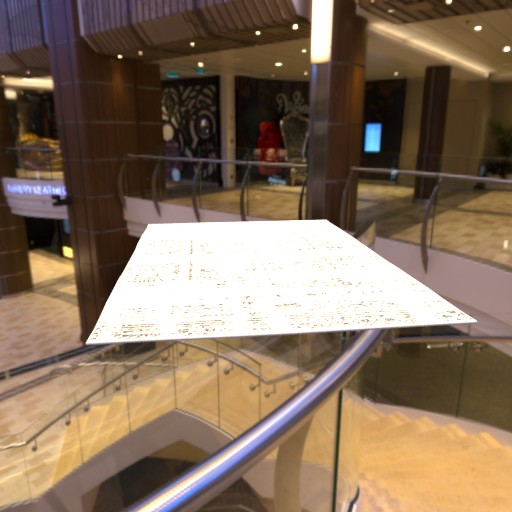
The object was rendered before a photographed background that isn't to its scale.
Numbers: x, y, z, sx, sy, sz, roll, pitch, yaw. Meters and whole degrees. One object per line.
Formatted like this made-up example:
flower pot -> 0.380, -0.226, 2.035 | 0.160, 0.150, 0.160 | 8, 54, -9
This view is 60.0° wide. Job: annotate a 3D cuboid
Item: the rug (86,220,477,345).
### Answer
rug -> 0.000, 0.000, 3.044 | 1.706, 0.026, 2.438 | -2, 16, -7
